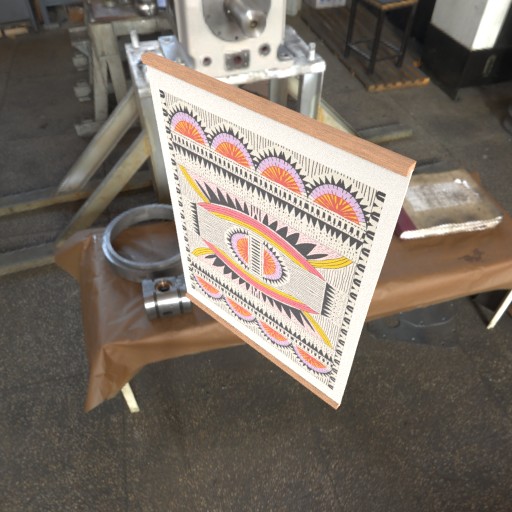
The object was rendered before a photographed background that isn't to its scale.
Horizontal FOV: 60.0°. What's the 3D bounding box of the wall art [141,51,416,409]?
[{"bbox_3d":[0.000,0.000,1.353,0.765,1.016,0.028,32,54,26],"label":"wall art"}]
